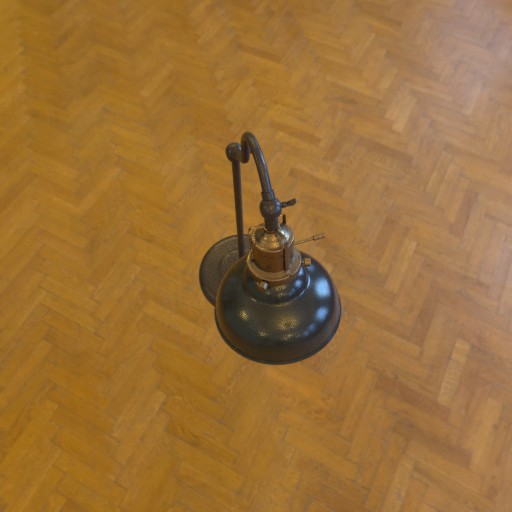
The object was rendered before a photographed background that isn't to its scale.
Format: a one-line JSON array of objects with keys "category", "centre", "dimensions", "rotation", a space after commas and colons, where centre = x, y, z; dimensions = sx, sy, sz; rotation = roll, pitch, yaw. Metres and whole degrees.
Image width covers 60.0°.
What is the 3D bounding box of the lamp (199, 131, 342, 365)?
[{"category": "lamp", "centre": [0.000, 0.000, 0.700], "dimensions": [0.192, 0.508, 0.374], "rotation": [-16, 64, -8]}]
